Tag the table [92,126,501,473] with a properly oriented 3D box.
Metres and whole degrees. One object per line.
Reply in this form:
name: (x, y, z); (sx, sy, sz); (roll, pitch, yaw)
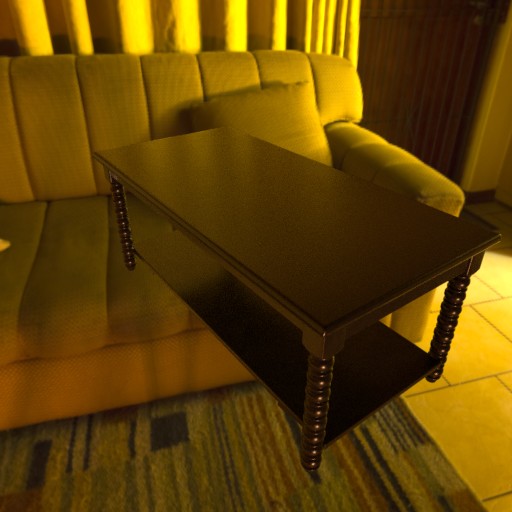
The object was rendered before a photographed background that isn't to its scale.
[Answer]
table: (0.000, 0.000, 1.416); (0.580, 0.487, 1.171); (-21, 37, -30)
